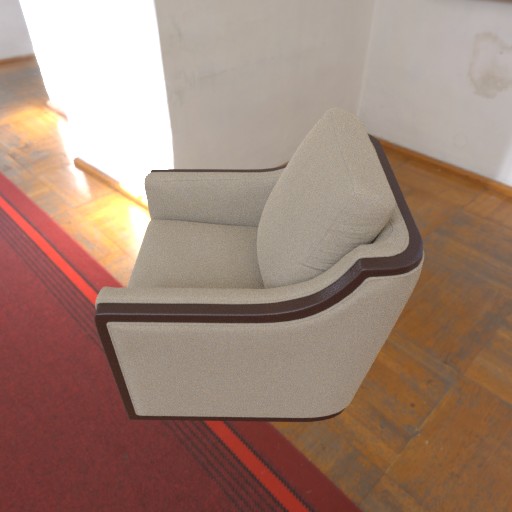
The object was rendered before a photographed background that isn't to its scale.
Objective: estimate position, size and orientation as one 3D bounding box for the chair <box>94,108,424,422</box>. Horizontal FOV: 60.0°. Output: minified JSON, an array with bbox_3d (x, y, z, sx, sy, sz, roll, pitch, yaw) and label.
[{"bbox_3d":[0.000,0.000,1.660,0.950,0.930,0.870,1,40,1],"label":"chair"}]
